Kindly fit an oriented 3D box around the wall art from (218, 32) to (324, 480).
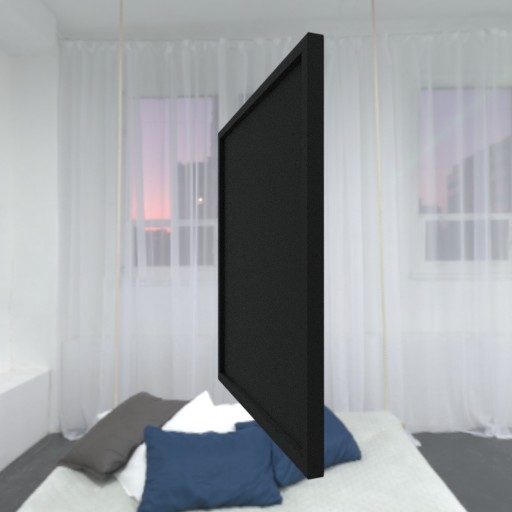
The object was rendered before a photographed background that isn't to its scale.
[{"bbox_3d":[0.000,0.000,0.710,0.021,0.508,0.432,0,0,-18],"label":"wall art"}]
